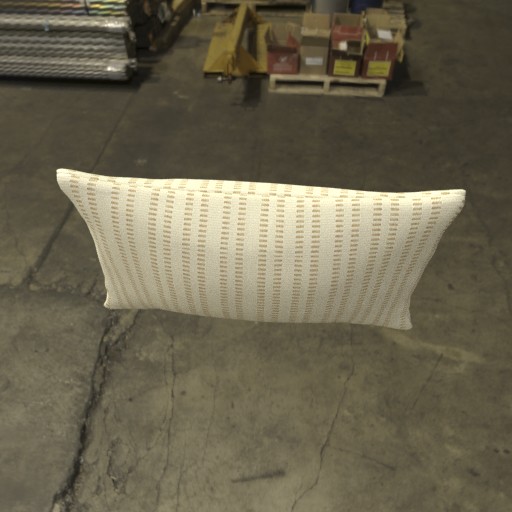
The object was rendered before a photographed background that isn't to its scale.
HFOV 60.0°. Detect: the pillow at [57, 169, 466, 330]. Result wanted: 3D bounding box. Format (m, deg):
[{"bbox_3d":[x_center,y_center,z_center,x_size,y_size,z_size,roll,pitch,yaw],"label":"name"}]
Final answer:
[{"bbox_3d":[0.000,0.000,0.807,0.640,0.353,0.210,3,48,3],"label":"pillow"}]
